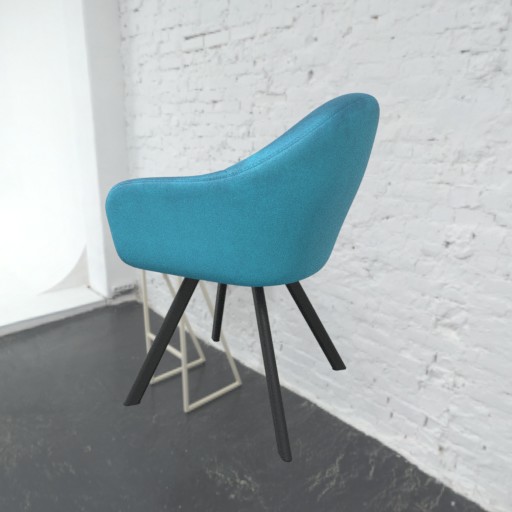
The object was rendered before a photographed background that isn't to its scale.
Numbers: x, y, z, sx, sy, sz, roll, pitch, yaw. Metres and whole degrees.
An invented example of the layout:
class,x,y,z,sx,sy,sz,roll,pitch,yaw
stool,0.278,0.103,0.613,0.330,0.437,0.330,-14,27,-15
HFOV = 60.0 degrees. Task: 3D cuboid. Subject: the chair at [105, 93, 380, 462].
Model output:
class,x,y,z,sx,sy,sz,roll,pitch,yaw
chair,0.000,0.000,1.153,0.570,0.780,0.540,8,17,26
